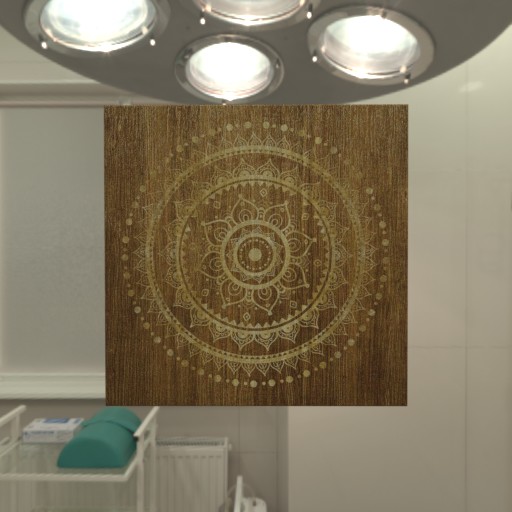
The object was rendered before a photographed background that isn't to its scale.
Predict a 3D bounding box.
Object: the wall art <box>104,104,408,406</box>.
[{"bbox_3d":[0.000,0.000,0.609,0.406,0.403,0.039,0,0,0],"label":"wall art"}]
